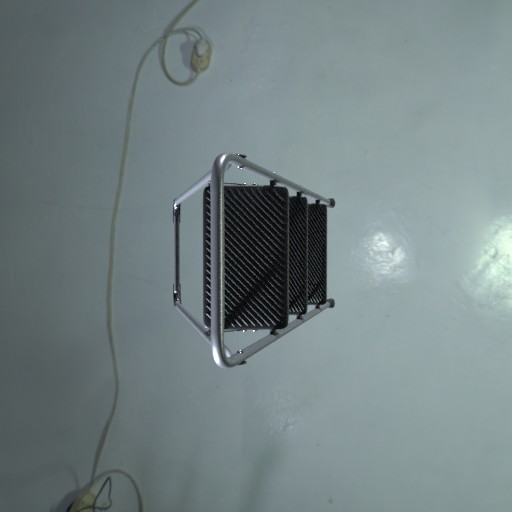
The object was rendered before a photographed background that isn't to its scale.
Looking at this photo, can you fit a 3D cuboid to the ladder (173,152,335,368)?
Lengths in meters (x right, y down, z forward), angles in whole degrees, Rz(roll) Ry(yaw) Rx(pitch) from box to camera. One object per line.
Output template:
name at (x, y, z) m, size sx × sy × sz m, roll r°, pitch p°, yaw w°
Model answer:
ladder at (0.000, 0.000, 1.256) m, size 0.629 × 0.945 × 0.430 m, roll 0°, pitch 91°, yaw -1°
